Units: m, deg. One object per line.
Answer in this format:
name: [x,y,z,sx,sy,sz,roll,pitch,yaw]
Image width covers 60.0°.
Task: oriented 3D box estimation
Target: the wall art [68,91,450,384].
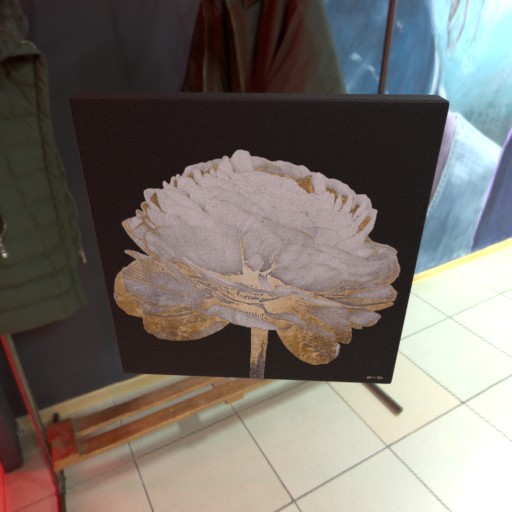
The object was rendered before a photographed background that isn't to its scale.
wall art: [0.000,0.000,0.587,0.406,0.407,0.041,2,30,3]
